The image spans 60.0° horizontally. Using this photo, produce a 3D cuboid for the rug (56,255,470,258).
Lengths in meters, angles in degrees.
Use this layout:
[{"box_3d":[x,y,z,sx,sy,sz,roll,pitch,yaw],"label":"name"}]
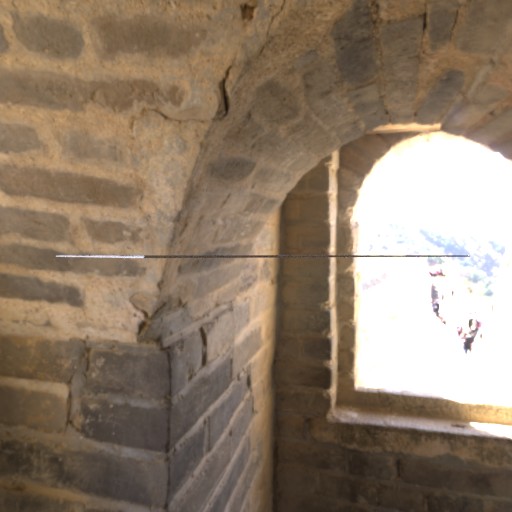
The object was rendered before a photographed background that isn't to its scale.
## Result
[{"box_3d":[0.000,0.000,4.143,3.040,0.014,2.423,0,0,-34],"label":"rug"}]
